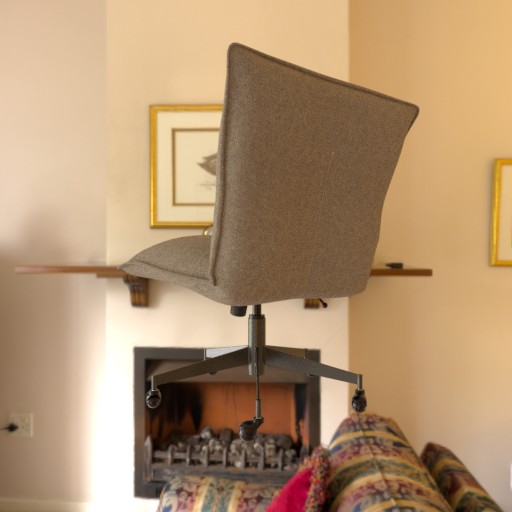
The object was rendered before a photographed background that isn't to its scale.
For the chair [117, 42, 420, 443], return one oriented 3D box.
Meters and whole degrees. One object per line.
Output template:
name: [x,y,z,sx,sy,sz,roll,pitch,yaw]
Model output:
chair: [0.000,0.000,1.271,0.597,0.811,0.696,0,1,-36]
